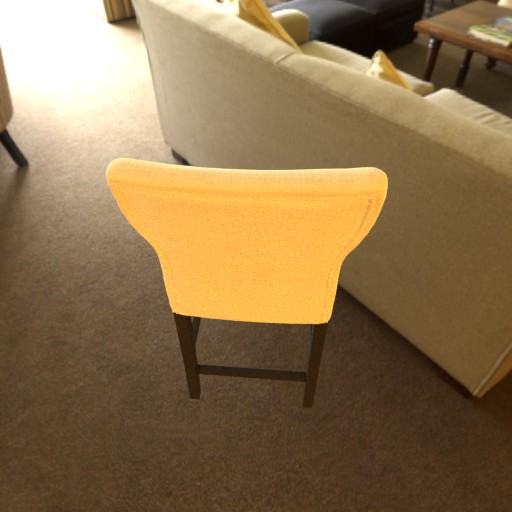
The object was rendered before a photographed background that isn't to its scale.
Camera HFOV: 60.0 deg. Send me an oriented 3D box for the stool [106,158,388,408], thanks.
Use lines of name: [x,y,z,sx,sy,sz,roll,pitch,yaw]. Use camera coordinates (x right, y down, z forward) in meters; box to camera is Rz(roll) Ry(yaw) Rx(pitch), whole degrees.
stool: [0.000,0.000,1.295,0.514,0.972,0.603,3,46,3]
